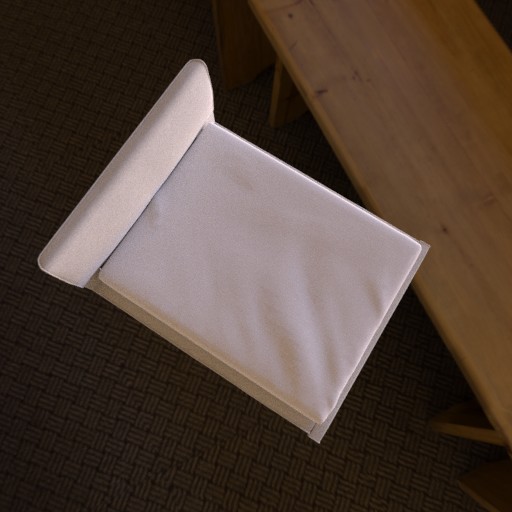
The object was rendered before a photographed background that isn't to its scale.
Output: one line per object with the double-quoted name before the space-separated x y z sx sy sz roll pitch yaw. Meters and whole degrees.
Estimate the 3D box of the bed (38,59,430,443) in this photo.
"bed" 0.000 0.000 3.646 2.498 1.126 1.980 32 79 7
